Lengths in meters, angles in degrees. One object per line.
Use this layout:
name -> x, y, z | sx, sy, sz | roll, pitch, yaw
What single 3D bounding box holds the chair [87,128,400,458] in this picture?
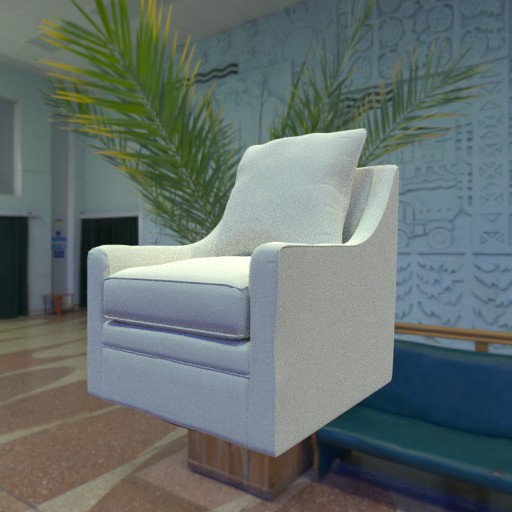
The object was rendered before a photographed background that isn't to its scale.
chair -> 0.000, 0.000, 1.567 | 0.756, 0.965, 0.876 | 1, 1, 37
